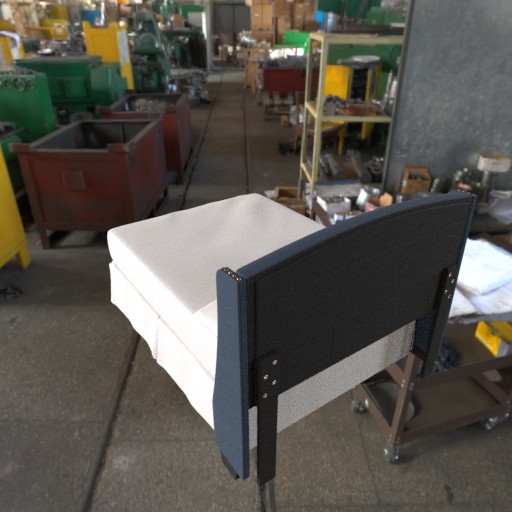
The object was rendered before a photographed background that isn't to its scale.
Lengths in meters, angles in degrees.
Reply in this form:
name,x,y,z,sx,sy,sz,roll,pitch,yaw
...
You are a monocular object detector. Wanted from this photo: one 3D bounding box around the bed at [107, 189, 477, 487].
name,x,y,z,sx,sy,sz,roll,pitch,yaw
bed,0.000,0.000,3.278,1.710,1.407,2.237,-19,34,-31
